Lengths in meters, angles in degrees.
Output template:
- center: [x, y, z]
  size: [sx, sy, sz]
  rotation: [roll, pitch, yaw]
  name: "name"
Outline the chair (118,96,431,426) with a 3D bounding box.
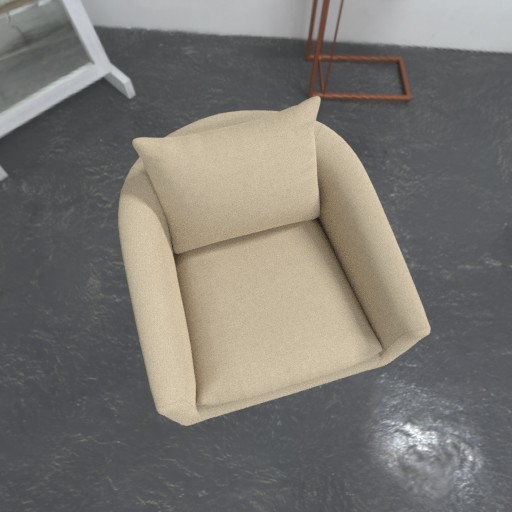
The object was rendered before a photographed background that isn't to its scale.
- center: [0.000, 0.000, 1.576]
  size: [0.845, 0.848, 0.910]
  rotation: [-15, 65, -7]
  name: "chair"
